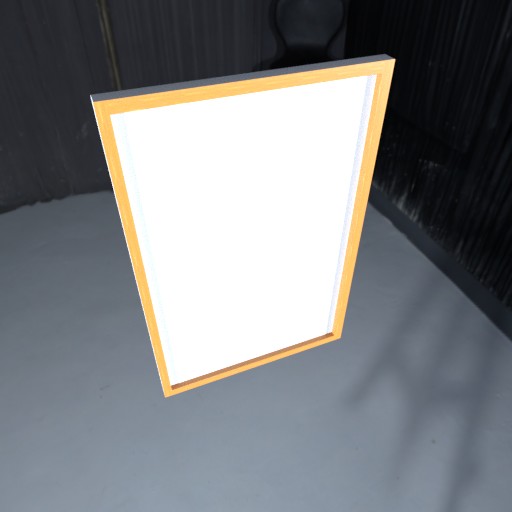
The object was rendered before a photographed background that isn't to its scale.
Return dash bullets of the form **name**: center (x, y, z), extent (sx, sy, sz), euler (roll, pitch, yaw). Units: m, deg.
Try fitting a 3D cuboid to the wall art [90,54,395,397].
- **wall art**: center (0.000, 0.000, 0.761), extent (0.405, 0.608, 0.025), euler (-15, 43, -16)
